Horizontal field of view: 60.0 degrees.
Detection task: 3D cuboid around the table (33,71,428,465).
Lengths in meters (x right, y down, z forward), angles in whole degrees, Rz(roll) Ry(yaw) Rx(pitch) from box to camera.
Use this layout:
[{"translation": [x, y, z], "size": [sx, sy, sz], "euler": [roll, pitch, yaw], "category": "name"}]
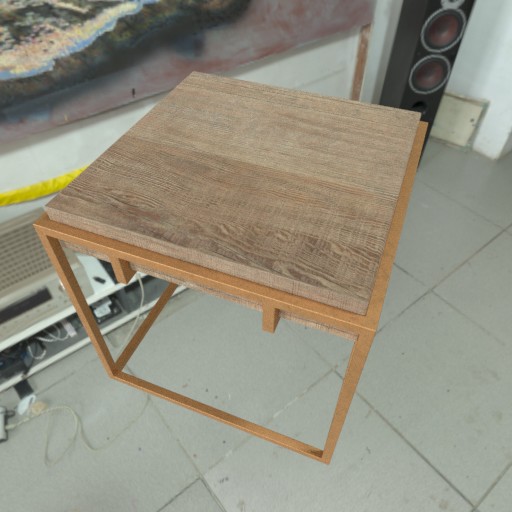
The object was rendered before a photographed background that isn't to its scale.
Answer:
[{"translation": [0.000, 0.000, 1.076], "size": [0.599, 0.584, 0.599], "euler": [16, 49, 15], "category": "table"}]
